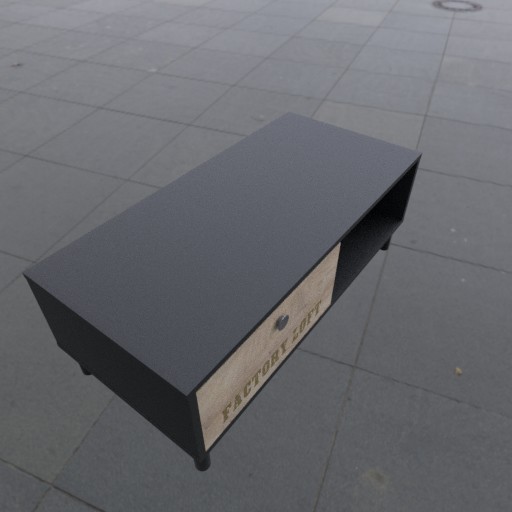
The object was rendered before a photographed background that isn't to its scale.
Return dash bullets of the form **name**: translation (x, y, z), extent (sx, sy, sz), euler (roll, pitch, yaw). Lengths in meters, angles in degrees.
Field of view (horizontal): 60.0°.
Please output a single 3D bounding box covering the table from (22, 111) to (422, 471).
- **table**: translation (0.000, 0.000, 1.367), extent (0.550, 0.400, 1.100), euler (27, 48, 27)
